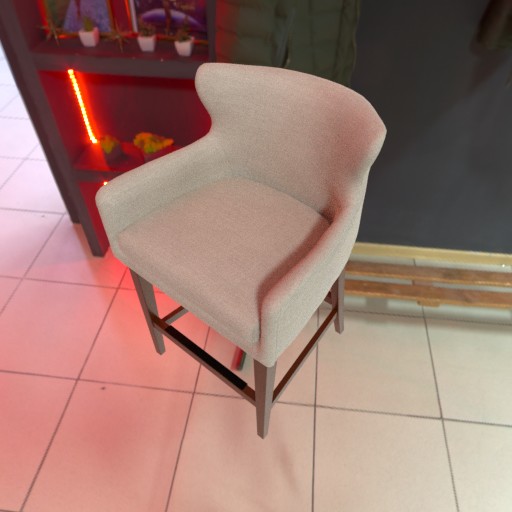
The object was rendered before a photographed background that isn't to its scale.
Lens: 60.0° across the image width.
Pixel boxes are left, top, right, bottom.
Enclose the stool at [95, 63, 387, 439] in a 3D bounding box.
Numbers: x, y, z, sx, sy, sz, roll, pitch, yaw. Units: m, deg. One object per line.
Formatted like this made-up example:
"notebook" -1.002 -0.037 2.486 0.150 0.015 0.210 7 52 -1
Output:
"stool" 0.000 0.000 1.404 0.615 0.987 0.637 31 53 26
